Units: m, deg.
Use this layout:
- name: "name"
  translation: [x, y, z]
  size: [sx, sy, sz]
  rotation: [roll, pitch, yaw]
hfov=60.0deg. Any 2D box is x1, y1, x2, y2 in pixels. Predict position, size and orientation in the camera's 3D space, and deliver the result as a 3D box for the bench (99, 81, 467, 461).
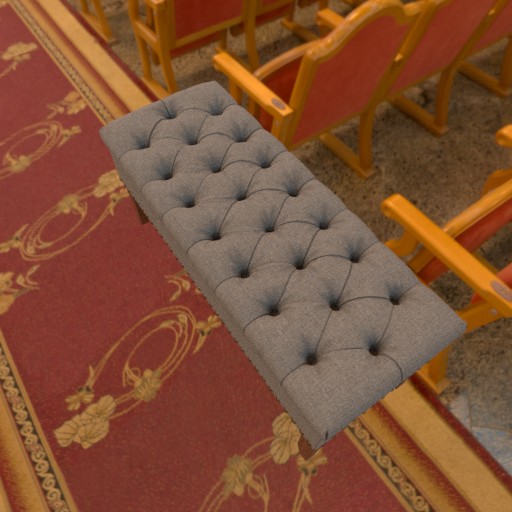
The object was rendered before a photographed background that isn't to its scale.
- name: "bench"
  translation: [0.000, 0.000, 1.307]
  size: [0.417, 0.470, 1.052]
  rotation: [-30, 62, -18]
